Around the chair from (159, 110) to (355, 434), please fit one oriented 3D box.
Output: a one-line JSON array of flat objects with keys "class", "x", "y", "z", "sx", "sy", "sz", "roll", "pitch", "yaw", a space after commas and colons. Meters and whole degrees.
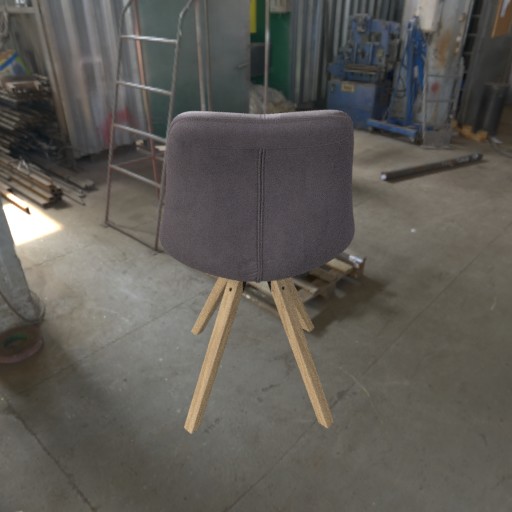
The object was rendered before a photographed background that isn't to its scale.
[{"class": "chair", "x": 0.000, "y": 0.000, "z": 1.190, "sx": 0.483, "sy": 0.865, "sz": 0.547, "roll": -1, "pitch": 30, "yaw": -2}]
